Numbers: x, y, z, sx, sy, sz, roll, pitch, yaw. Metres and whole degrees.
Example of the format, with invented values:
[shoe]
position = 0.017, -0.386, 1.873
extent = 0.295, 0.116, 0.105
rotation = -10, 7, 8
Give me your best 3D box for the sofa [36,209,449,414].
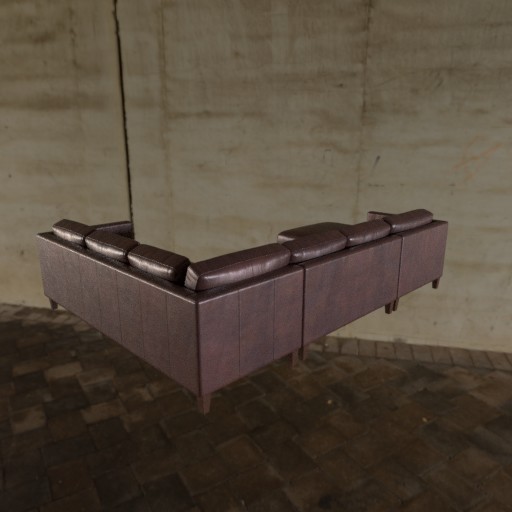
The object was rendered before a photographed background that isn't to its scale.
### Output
[sofa]
position = 0.000, 0.000, 4.468
extent = 3.324, 0.891, 2.452
rotation = -15, 21, -43
